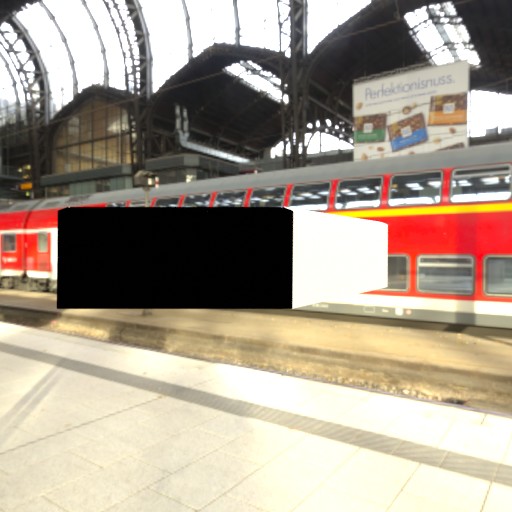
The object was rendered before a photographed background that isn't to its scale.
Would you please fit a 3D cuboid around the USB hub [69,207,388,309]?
[{"bbox_3d":[0.000,0.000,0.127,0.044,0.023,0.110,1,1,34],"label":"USB hub"}]
